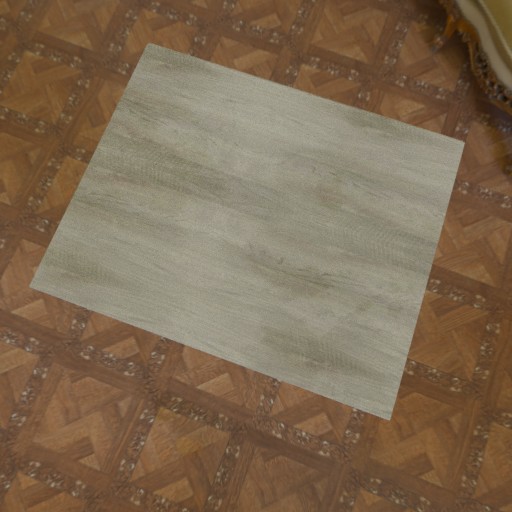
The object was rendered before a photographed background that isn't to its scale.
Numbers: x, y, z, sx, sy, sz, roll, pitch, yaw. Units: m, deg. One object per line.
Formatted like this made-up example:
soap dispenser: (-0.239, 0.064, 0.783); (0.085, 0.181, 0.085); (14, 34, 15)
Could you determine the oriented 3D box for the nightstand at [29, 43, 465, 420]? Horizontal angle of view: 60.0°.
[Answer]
nightstand: (0.000, 0.000, 0.744); (0.427, 0.448, 0.347); (19, 77, 5)
